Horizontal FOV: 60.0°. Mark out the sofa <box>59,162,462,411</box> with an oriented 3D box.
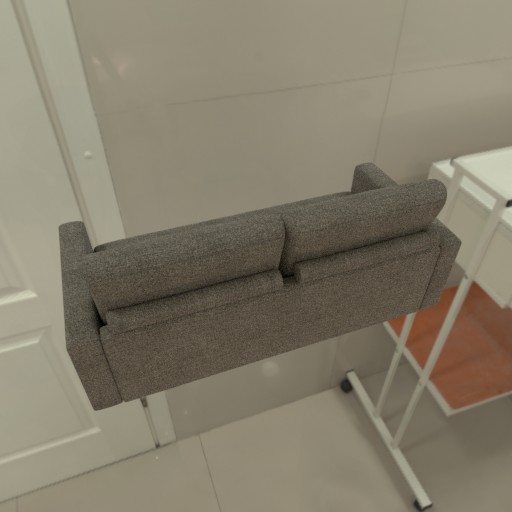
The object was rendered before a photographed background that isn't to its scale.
[{"bbox_3d":[0.000,0.000,2.277,1.821,0.902,0.863,-14,43,-15],"label":"sofa"}]
